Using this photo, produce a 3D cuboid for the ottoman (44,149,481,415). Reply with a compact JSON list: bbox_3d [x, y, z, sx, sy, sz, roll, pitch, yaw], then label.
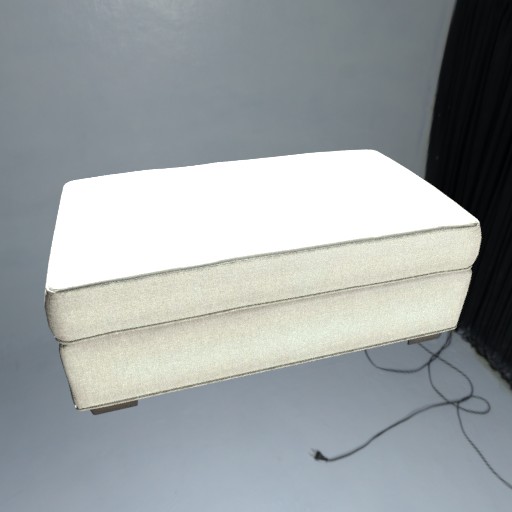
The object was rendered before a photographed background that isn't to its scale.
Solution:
[{"bbox_3d":[0.000,0.000,1.360,1.097,0.448,0.617,-9,34,-13],"label":"ottoman"}]
